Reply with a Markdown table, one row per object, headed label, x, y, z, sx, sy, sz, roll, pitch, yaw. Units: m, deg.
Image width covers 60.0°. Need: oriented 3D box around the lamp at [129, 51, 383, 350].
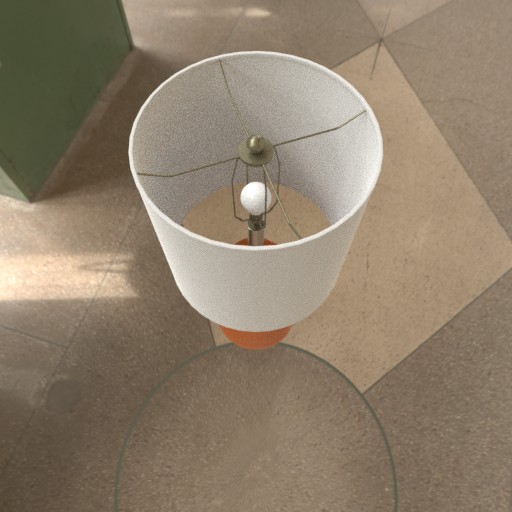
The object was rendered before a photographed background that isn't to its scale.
| label | x | y | z | sx | sy | sz | roll | pitch | yaw |
| --- | --- | --- | --- | --- | --- | --- | --- | --- | --- |
| lamp | 0.000 | 0.000 | 1.120 | 0.418 | 0.871 | 0.418 | 17 | 65 | 8 |
